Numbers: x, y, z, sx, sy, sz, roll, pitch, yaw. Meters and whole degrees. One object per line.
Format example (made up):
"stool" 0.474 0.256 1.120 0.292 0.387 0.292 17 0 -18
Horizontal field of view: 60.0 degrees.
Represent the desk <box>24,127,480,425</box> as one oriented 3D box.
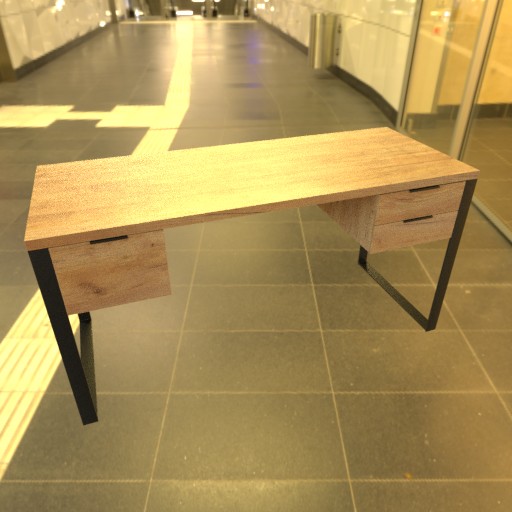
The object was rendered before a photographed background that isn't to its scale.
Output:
"desk" 0.000 0.000 1.831 1.520 0.760 0.600 -11 34 -17
